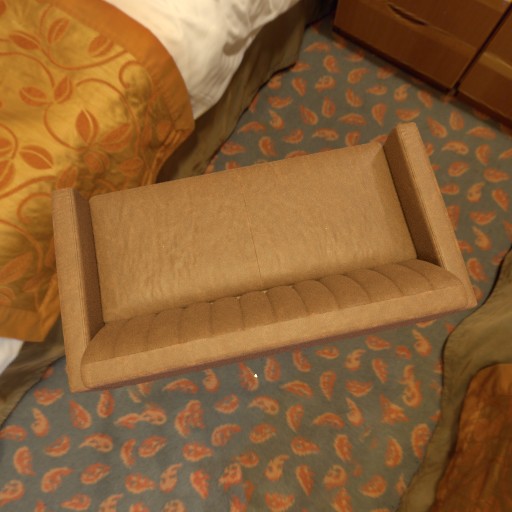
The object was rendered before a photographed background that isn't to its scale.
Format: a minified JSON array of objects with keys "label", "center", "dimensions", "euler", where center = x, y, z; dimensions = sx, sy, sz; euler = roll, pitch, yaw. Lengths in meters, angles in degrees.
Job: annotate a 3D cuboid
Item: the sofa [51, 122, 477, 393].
[{"label":"sofa","center":[0.000,0.000,2.277],"dimensions":[1.847,0.821,0.993],"euler":[-11,75,-3]}]
